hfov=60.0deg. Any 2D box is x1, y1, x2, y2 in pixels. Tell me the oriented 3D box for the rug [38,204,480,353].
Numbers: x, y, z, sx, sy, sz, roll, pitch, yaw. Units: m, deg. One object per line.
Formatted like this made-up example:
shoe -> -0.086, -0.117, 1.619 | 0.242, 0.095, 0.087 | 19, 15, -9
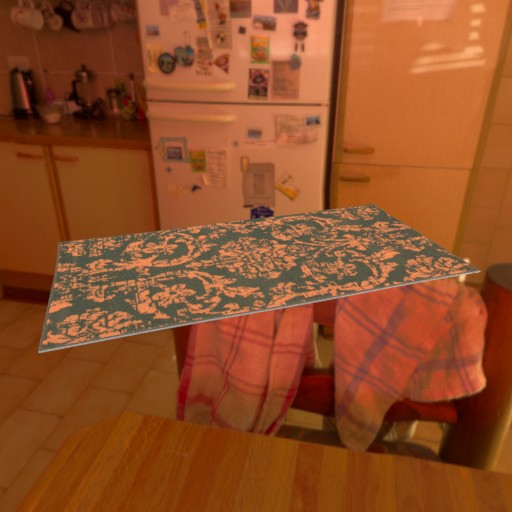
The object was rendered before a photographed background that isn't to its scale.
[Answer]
rug -> 0.000, 0.000, 1.414 | 1.219, 0.007, 0.604 | -8, 28, -16
